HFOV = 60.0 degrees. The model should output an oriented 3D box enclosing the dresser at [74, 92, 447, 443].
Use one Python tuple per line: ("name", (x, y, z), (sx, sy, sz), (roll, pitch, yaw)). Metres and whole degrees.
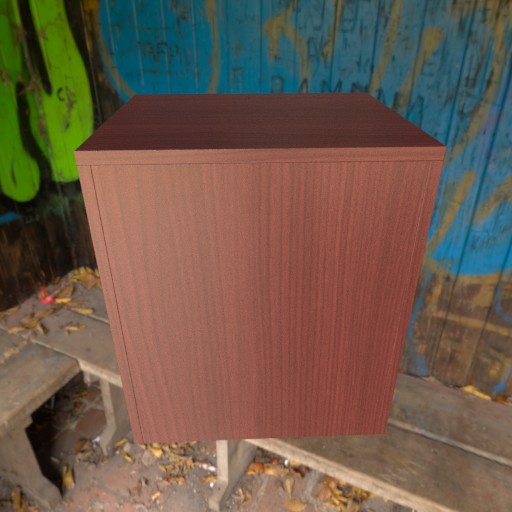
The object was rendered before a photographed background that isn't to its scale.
("dresser", (0.000, 0.000, 0.747), (0.400, 0.470, 0.360), (-1, 30, -2))
